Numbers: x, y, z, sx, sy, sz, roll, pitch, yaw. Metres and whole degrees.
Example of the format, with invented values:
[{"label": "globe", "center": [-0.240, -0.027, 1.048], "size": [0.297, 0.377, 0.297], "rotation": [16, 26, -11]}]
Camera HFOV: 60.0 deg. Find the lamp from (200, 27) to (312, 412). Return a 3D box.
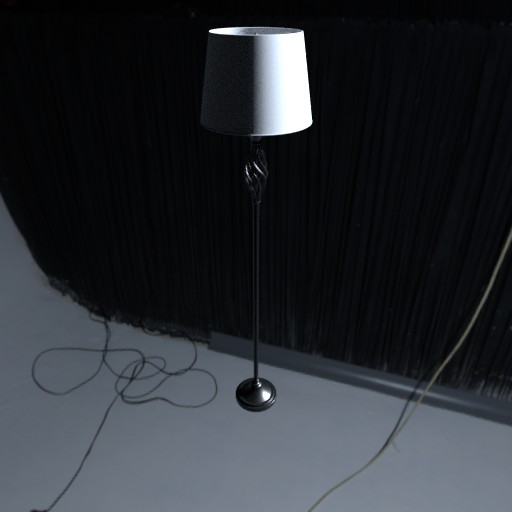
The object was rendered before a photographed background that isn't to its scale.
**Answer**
[{"label": "lamp", "center": [0.000, 0.000, 1.787], "size": [0.379, 1.623, 0.379], "rotation": [0, 31, 0]}]
